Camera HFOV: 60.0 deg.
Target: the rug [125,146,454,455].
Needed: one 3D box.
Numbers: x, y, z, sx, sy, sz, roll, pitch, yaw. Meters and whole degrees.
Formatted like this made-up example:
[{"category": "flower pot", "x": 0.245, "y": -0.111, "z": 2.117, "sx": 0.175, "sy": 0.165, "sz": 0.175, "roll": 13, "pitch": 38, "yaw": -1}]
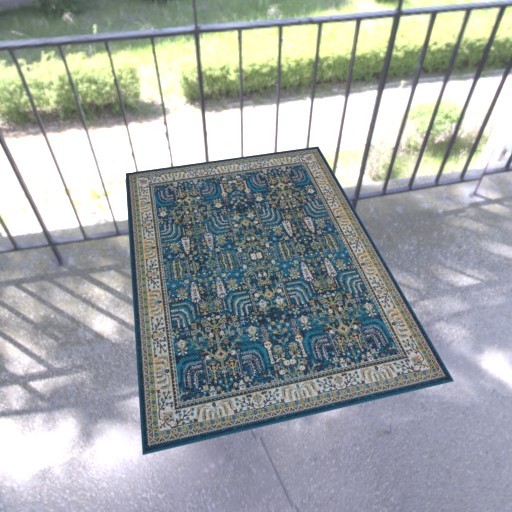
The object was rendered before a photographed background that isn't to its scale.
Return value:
[{"category": "rug", "x": 0.000, "y": 0.000, "z": 4.029, "sx": 2.226, "sy": 0.015, "sz": 3.044, "roll": -10, "pitch": 49, "yaw": -9}]
